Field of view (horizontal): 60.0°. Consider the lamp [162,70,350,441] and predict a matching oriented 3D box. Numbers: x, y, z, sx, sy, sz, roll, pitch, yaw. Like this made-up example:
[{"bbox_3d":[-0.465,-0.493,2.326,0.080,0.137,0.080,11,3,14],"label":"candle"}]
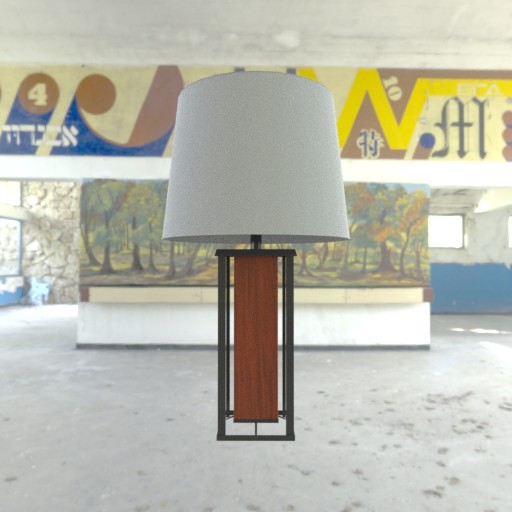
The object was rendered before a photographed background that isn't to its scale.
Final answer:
[{"bbox_3d":[0.000,0.000,0.770,0.320,0.591,0.320,0,-1,0],"label":"lamp"}]
